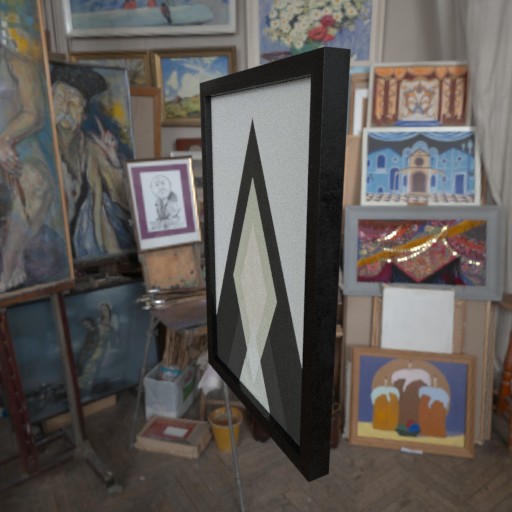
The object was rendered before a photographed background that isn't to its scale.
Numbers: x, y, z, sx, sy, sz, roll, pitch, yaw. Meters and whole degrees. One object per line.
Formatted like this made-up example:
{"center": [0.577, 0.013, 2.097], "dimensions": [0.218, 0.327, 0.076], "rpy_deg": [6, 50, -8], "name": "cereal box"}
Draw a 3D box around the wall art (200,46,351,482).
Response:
{"center": [0.000, 0.000, 0.587], "dimensions": [0.031, 0.457, 0.313], "rpy_deg": [-8, 17, -26], "name": "wall art"}
